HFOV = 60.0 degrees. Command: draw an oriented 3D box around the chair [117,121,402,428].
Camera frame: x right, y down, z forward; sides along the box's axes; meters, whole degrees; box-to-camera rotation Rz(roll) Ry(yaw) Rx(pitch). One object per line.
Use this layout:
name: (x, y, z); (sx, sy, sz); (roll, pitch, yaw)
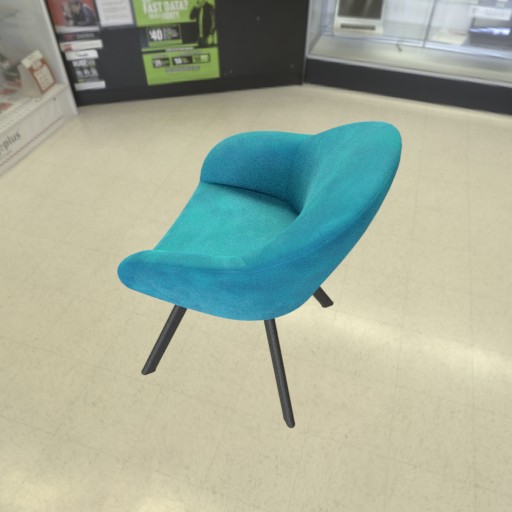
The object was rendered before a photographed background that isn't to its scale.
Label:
chair: (0.000, 0.000, 1.186); (0.590, 0.795, 0.550); (15, 48, 14)
